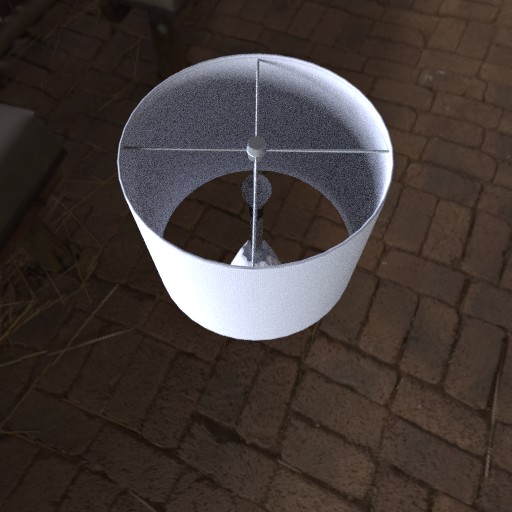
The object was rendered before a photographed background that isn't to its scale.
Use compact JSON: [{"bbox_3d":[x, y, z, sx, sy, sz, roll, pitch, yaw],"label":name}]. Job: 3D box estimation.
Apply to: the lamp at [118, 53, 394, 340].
[{"bbox_3d":[0.000,0.000,0.707,0.297,0.522,0.297,0,62,0],"label":"lamp"}]
